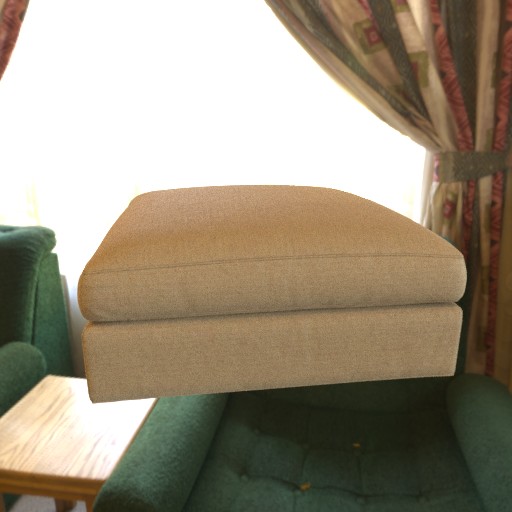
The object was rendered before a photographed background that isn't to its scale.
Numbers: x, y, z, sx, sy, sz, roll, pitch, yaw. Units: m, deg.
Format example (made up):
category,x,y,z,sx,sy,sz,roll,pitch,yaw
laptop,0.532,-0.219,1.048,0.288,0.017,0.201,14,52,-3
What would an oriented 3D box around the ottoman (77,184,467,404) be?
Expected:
category,x,y,z,sx,sy,sz,roll,pitch,yaw
ottoman,0.000,0.000,1.631,1.041,0.470,1.041,-2,17,-8
